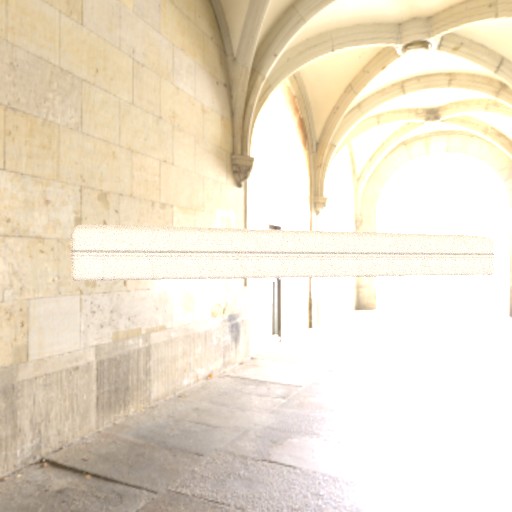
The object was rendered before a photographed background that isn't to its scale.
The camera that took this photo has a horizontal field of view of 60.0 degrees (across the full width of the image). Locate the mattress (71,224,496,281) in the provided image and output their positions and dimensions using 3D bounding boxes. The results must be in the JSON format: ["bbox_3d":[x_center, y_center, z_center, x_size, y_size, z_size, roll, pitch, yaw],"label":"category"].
[{"bbox_3d":[0.000,0.000,2.575,1.900,0.200,1.600,0,-1,-19],"label":"mattress"}]
